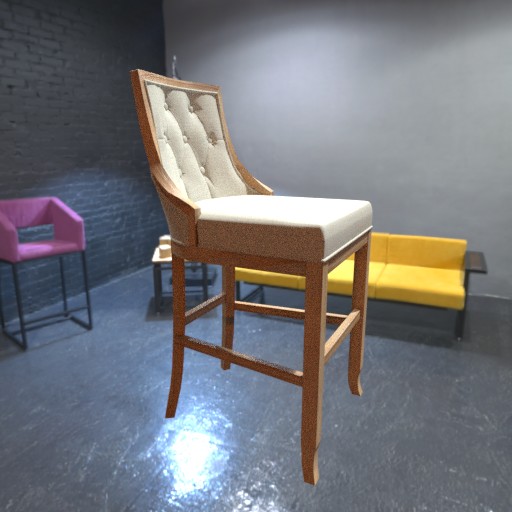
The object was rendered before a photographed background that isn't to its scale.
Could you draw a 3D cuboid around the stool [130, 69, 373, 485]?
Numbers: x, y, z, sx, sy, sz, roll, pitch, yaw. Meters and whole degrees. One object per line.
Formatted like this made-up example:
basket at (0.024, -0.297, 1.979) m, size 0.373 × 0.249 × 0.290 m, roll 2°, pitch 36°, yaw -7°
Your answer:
stool at (0.000, 0.000, 1.429) m, size 0.626 × 1.101 × 0.524 m, roll 7°, pitch 16°, yaw 26°
